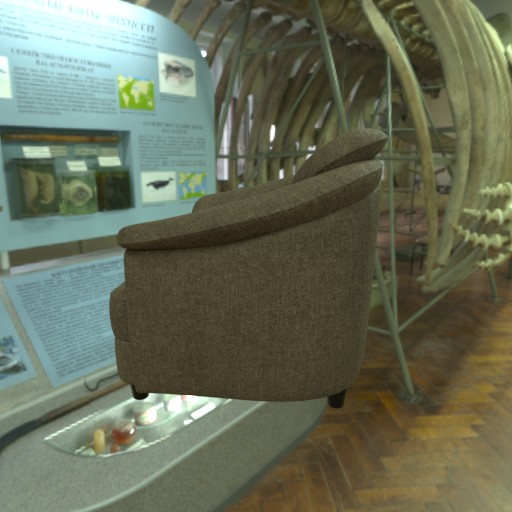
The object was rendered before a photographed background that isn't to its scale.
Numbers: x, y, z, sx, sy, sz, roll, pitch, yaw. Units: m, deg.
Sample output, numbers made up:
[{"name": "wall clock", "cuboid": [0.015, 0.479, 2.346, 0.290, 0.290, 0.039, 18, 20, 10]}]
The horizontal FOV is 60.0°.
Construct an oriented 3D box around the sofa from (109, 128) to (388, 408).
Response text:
[{"name": "sofa", "cuboid": [0.000, 0.000, 1.503, 0.794, 0.811, 0.870, 2, 14, 8]}]
